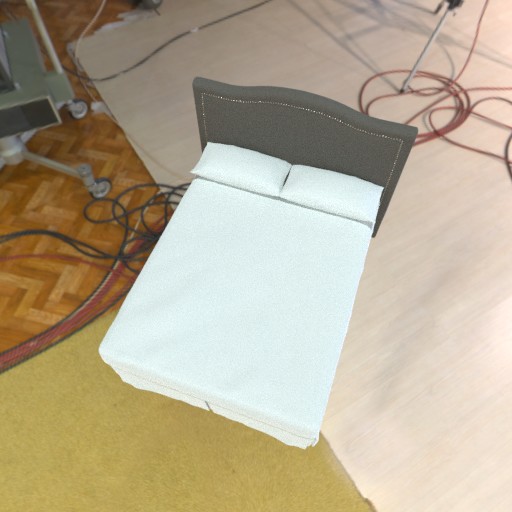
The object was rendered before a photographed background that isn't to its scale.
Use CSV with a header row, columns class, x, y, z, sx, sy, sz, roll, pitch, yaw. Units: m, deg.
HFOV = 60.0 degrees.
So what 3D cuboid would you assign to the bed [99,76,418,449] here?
class,x,y,z,sx,sy,sz,roll,pitch,yaw
bed,0.000,0.000,3.188,1.666,1.387,2.036,17,60,10
